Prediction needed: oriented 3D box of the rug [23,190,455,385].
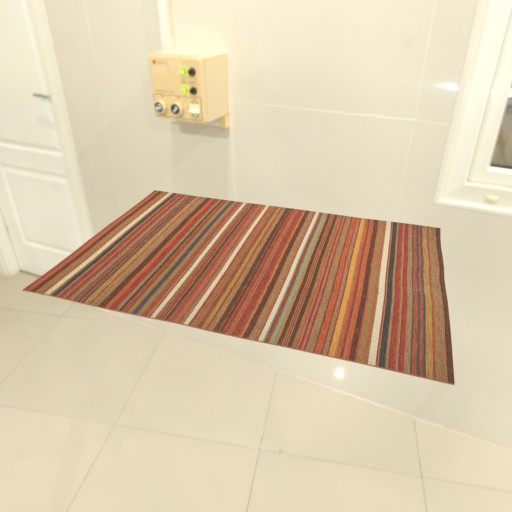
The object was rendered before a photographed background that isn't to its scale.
[{"bbox_3d":[0.000,0.000,2.259,1.828,0.007,1.217,9,32,15],"label":"rug"}]
